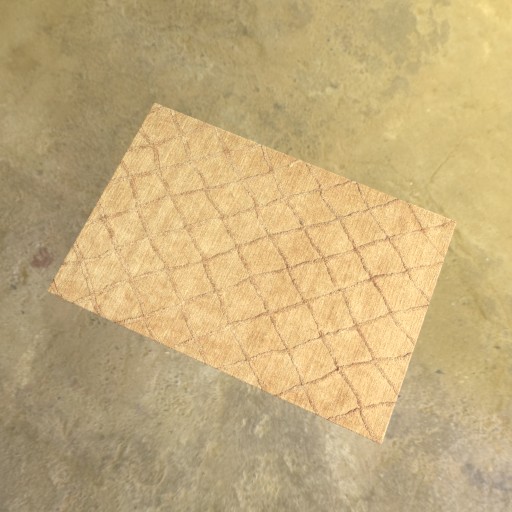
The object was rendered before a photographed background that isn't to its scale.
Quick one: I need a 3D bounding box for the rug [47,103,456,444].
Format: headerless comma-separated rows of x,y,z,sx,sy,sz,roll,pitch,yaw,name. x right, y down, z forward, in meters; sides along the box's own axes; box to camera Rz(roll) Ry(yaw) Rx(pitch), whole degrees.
0.000,0.000,2.934,2.292,0.014,1.528,23,76,6,rug
